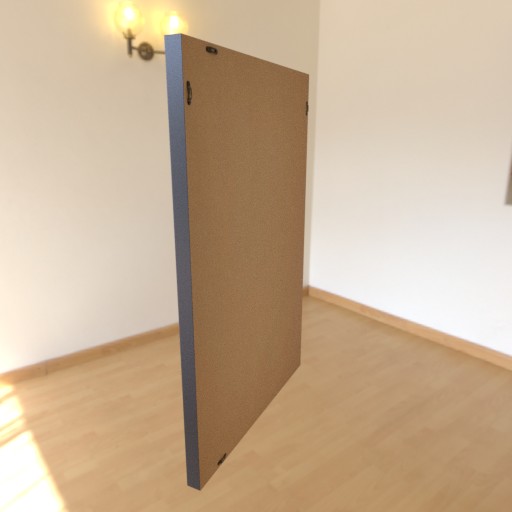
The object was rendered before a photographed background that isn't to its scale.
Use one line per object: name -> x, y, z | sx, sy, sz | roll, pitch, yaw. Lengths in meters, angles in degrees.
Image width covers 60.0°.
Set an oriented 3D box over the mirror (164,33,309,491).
mirror -> 0.000, 0.000, 1.118 | 0.040, 0.915, 0.609 | 8, 17, 25
